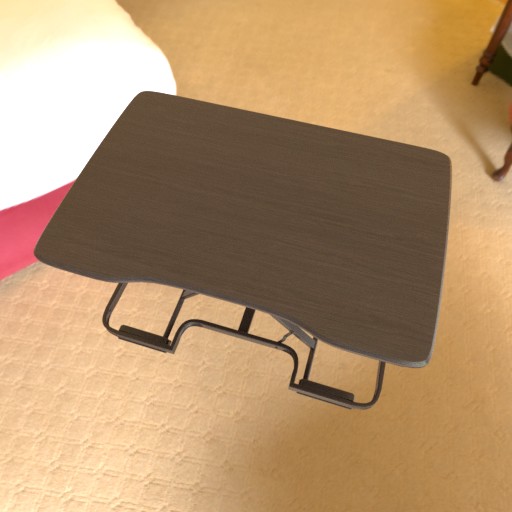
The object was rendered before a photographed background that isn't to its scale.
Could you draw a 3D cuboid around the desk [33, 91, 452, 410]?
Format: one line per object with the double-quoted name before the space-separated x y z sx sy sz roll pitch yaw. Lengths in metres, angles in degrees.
"desk" 0.000 0.000 1.166 0.820 0.470 0.546 15 60 9
